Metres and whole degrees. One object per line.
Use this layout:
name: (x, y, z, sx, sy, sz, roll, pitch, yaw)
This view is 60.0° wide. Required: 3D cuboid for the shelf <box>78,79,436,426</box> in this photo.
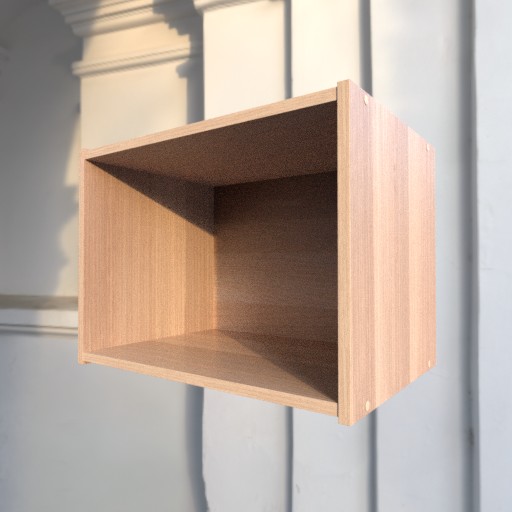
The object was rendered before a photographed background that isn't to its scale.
shelf: (0.000, 0.000, 0.627, 0.415, 0.305, 0.290, -1, -1, 36)
